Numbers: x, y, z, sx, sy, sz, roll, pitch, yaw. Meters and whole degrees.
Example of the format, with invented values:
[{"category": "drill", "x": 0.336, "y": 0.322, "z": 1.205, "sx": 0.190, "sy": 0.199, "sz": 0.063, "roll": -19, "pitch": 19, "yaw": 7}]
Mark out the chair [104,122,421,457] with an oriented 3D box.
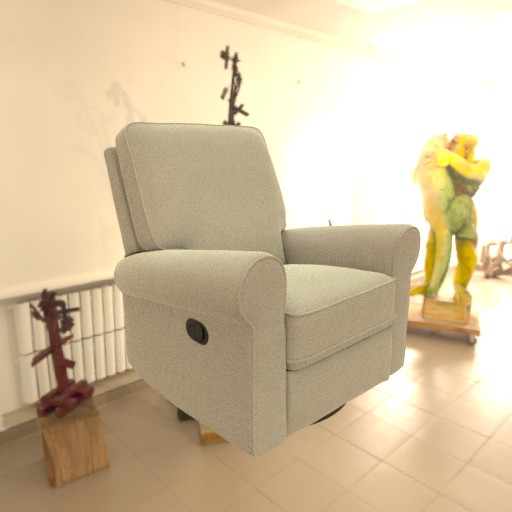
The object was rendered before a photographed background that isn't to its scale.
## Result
[{"category": "chair", "x": 0.000, "y": 0.000, "z": 1.620, "sx": 0.890, "sy": 0.960, "sz": 0.878, "roll": -12, "pitch": 17, "yaw": -42}]
